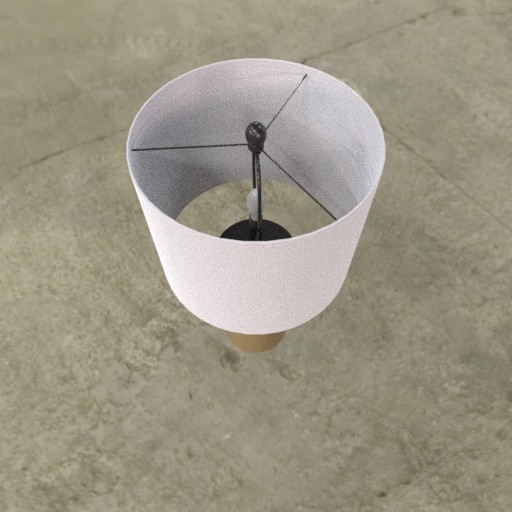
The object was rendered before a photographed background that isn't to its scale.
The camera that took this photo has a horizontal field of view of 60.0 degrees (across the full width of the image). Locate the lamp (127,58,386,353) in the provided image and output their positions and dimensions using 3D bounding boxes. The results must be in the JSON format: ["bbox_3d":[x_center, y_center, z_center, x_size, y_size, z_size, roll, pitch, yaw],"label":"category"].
[{"bbox_3d":[0.000,0.000,0.752,0.304,0.573,0.304,-3,58,-2],"label":"lamp"}]
